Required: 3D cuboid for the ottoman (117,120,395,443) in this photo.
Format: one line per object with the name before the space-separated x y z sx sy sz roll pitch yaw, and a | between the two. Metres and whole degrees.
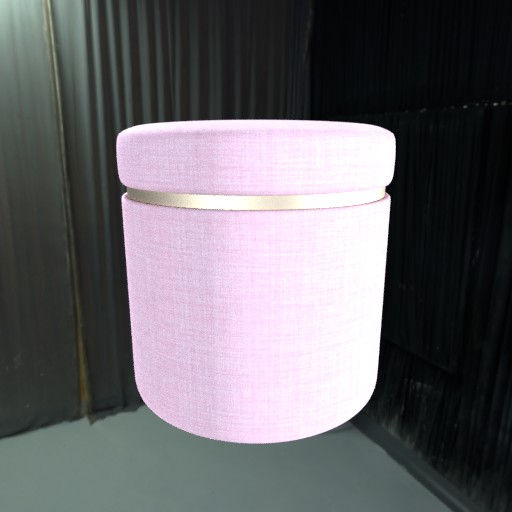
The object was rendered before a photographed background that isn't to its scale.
ottoman | 0.000 0.000 0.705 0.400 0.406 0.400 0 14 0
